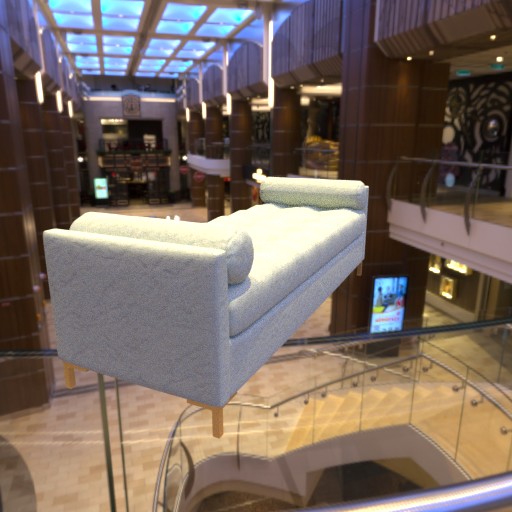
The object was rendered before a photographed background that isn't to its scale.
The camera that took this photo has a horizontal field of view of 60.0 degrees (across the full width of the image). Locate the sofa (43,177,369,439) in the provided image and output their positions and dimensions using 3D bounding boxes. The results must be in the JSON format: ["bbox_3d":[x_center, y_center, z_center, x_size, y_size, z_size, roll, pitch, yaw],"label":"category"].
[{"bbox_3d":[0.000,0.000,2.464,0.796,0.705,2.102,7,17,25],"label":"sofa"}]
